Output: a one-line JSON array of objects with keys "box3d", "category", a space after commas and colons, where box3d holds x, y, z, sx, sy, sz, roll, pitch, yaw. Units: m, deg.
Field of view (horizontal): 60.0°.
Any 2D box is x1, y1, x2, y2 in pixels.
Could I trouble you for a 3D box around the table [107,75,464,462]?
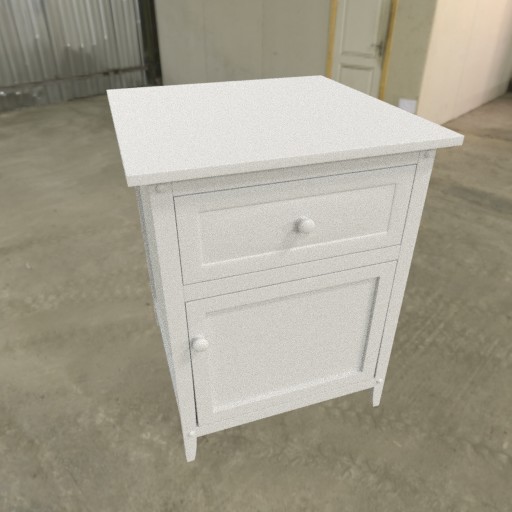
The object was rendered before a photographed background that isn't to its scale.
[{"box3d": [0.000, 0.000, 0.742, 0.381, 0.483, 0.381, -10, 34, -16], "category": "table"}]
